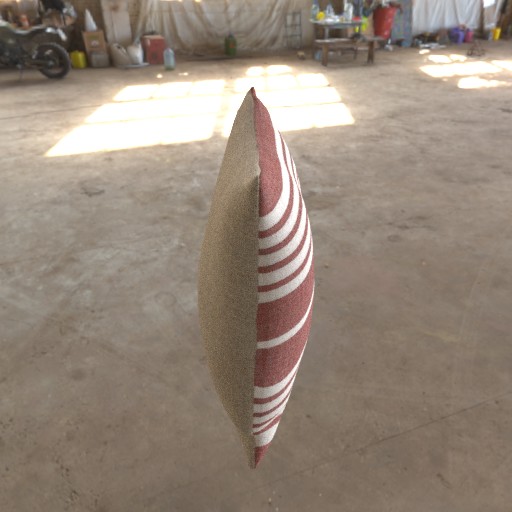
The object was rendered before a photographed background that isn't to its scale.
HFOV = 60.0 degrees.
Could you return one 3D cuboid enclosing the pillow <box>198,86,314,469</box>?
[{"bbox_3d":[0.000,0.000,0.684,0.182,0.427,0.439,-1,32,-1],"label":"pillow"}]
